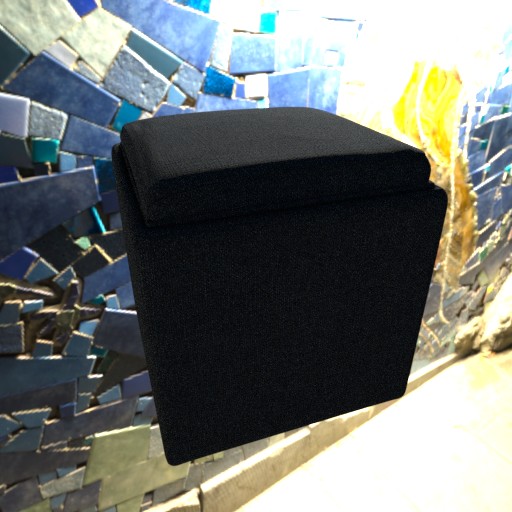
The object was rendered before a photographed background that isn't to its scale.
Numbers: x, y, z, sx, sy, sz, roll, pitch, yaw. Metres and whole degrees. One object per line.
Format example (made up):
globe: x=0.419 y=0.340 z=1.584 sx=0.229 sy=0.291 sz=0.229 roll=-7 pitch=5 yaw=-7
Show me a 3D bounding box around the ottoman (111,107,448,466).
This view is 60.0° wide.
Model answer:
ottoman: x=0.000 y=0.000 z=0.837 sx=0.454 sy=0.493 sz=0.436 roll=-10 pitch=31 yaw=-17
